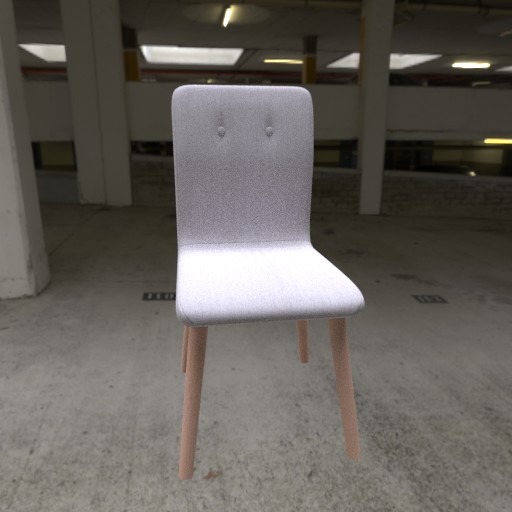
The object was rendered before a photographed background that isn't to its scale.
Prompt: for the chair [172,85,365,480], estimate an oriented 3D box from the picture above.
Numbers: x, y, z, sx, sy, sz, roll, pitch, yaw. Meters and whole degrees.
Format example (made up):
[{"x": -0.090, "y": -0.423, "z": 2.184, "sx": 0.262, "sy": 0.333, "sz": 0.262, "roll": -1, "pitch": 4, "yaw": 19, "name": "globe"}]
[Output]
[{"x": 0.000, "y": 0.000, "z": 1.165, "sx": 0.435, "sy": 0.885, "sz": 0.550, "roll": -2, "pitch": 16, "yaw": -8, "name": "chair"}]
